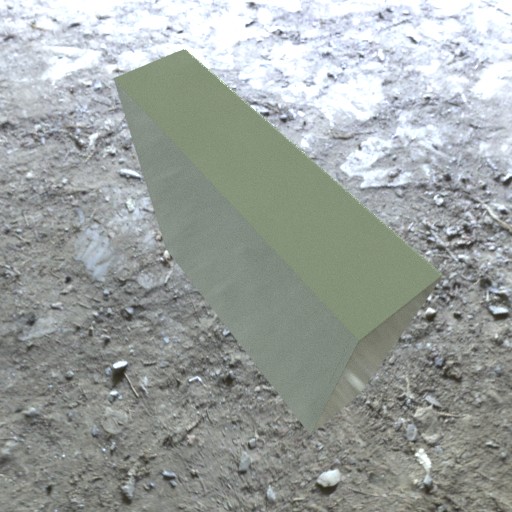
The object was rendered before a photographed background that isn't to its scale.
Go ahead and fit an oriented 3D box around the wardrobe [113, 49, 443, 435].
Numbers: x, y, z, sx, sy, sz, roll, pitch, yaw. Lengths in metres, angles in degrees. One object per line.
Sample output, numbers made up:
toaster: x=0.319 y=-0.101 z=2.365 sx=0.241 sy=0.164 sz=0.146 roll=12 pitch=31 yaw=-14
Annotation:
wardrobe: x=0.000 y=0.000 z=1.975 sx=0.360 sy=1.200 sz=1.340 roll=-32 pitch=63 yaw=-19
